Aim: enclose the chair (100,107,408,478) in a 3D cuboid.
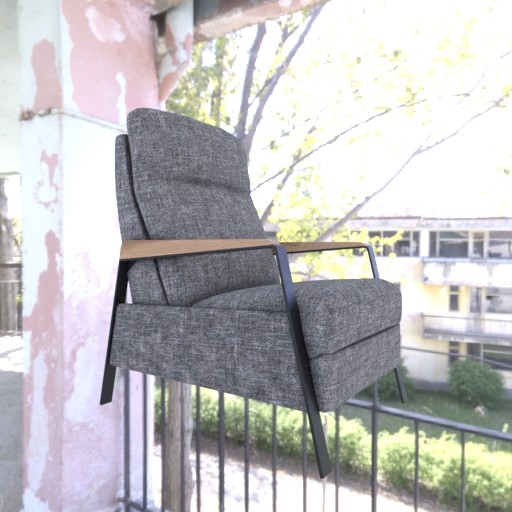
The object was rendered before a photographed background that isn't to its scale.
[{"bbox_3d":[0.000,0.000,1.566,0.868,1.042,0.671,1,1,35],"label":"chair"}]
